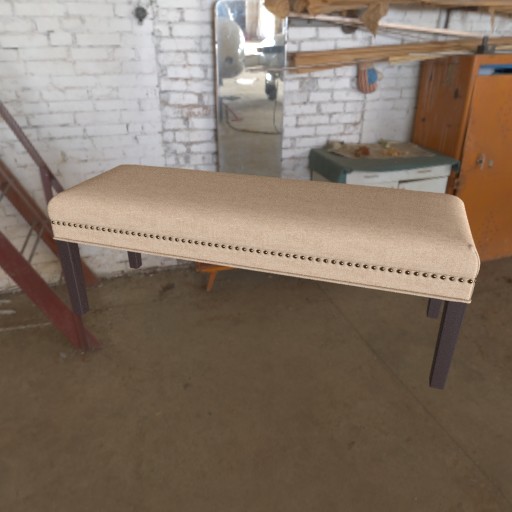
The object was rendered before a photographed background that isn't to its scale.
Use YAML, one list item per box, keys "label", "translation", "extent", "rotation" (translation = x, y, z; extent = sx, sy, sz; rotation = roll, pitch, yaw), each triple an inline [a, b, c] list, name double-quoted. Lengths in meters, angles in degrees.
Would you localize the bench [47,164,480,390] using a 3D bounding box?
- label: "bench"
  translation: [0.000, 0.000, 1.433]
  extent: [1.219, 0.457, 0.410]
  rotation: [8, 28, 16]
